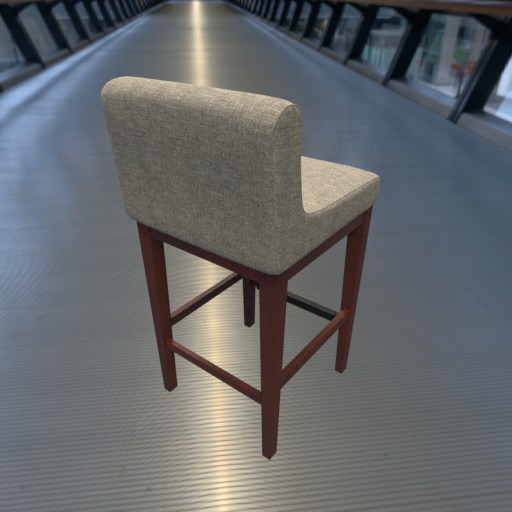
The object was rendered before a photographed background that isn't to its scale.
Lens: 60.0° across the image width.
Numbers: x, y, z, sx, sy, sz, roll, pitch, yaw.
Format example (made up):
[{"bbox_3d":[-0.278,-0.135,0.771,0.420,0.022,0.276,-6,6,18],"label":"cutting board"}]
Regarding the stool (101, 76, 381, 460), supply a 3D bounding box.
[{"bbox_3d":[0.000,0.000,1.084,0.417,0.835,0.459,21,36,32],"label":"stool"}]
